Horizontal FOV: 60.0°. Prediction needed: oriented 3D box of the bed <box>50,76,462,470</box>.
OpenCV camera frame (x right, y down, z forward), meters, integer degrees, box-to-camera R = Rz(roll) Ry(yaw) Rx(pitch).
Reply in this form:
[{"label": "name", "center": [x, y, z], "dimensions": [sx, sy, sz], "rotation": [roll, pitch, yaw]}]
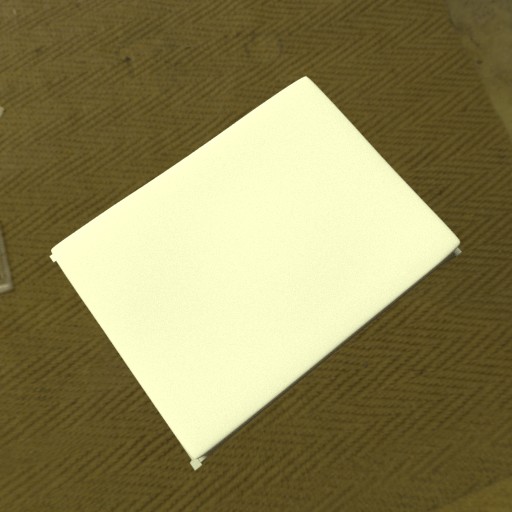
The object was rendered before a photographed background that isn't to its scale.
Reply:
[{"label": "bed", "center": [0.000, 0.000, 2.847], "dimensions": [2.108, 0.510, 1.604], "rotation": [-37, 79, -9]}]
